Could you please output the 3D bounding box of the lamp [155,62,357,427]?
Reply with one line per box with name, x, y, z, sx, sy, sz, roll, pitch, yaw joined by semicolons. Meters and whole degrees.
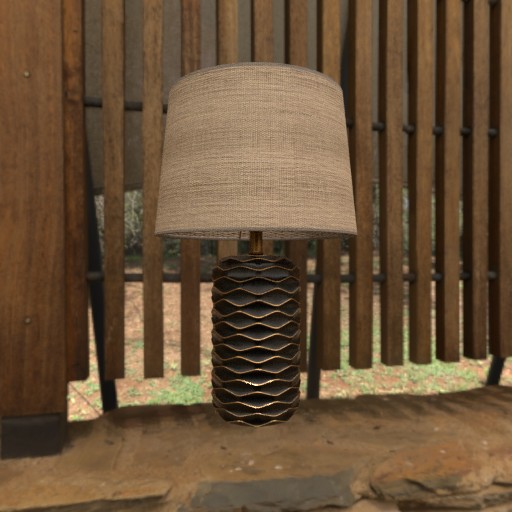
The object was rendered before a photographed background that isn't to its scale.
lamp;0.000;0.000;0.842;0.376;0.594;0.376;0;0;0
